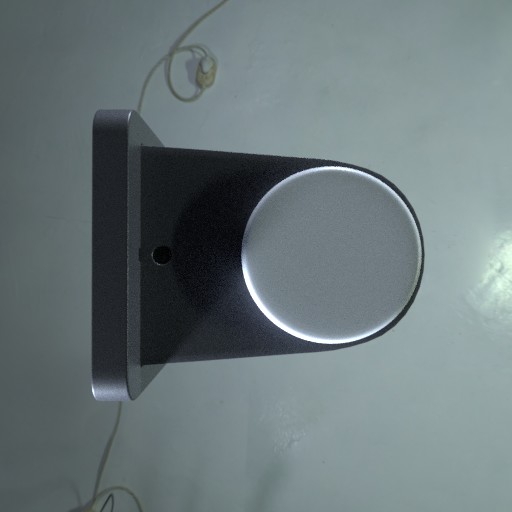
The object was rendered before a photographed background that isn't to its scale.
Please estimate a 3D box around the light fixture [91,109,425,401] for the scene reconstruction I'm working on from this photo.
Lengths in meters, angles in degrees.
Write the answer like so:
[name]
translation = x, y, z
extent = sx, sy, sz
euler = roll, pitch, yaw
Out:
[light fixture]
translation = 0.000, 0.000, 0.210
extent = 0.132, 0.109, 0.109
euler = 0, 89, 0
